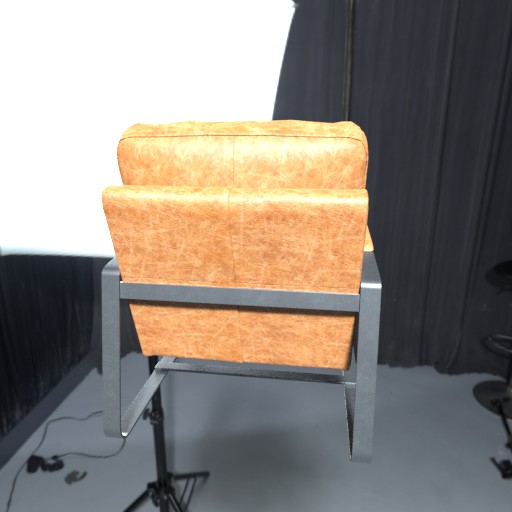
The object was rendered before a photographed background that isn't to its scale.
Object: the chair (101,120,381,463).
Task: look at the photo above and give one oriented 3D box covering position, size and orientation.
[{"bbox_3d":[0.000,0.000,1.333,0.651,0.777,0.801,2,17,8],"label":"chair"}]
